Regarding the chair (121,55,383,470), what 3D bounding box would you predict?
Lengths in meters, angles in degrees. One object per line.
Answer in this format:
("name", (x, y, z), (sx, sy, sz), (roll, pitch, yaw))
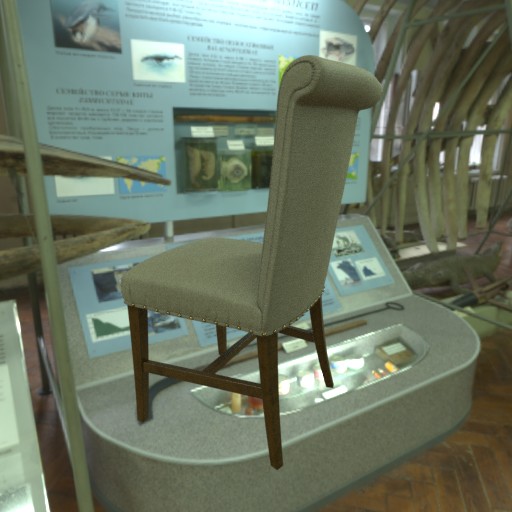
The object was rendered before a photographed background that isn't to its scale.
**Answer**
("chair", (0.000, 0.000, 1.295), (0.608, 0.988, 0.513), (8, 18, 27))
